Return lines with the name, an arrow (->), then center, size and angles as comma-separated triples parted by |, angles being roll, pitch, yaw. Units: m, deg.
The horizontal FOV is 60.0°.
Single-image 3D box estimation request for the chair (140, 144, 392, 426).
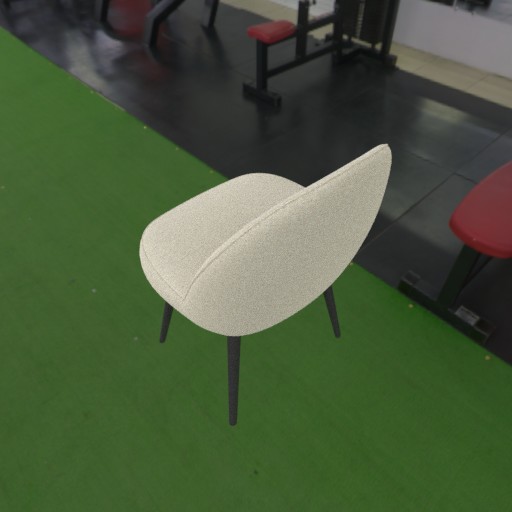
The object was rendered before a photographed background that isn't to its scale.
chair -> 0.000, 0.000, 1.180 | 0.532, 0.838, 0.540 | -32, 54, -27
